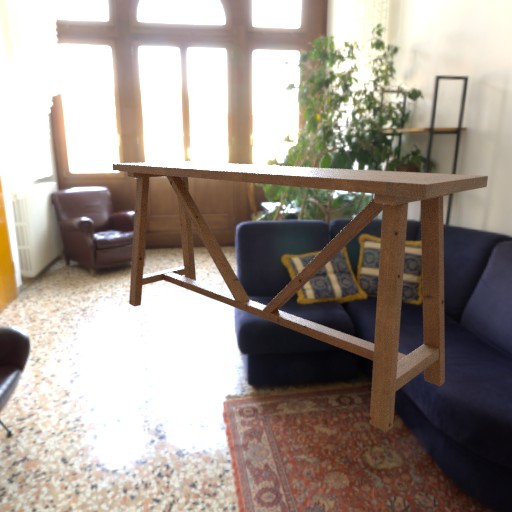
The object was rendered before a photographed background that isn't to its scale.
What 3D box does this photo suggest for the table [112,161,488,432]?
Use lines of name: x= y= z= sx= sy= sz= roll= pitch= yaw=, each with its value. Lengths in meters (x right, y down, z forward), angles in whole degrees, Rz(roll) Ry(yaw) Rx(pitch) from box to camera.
table: x=0.000 y=0.000 z=2.085 sx=0.465 sy=0.810 sz=1.800 roll=-14 pitch=20 yaw=-43
